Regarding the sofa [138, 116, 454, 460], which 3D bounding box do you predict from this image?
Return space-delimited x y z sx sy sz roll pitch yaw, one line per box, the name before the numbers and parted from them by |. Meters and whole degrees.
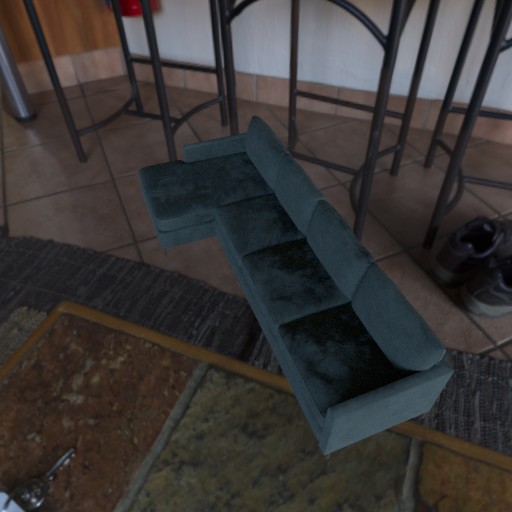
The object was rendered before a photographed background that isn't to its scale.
sofa | 0.000 0.000 4.013 1.500 0.967 3.400 -16 48 -15
